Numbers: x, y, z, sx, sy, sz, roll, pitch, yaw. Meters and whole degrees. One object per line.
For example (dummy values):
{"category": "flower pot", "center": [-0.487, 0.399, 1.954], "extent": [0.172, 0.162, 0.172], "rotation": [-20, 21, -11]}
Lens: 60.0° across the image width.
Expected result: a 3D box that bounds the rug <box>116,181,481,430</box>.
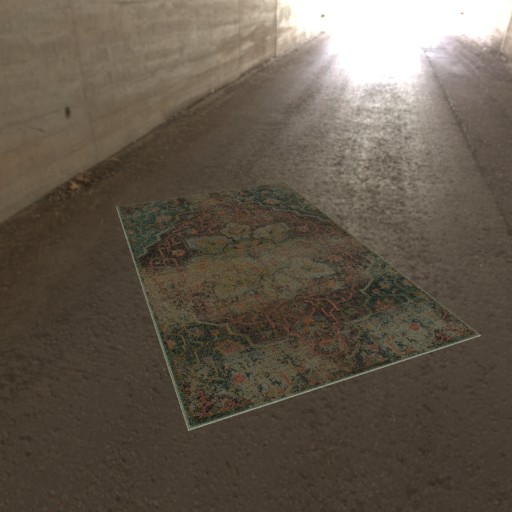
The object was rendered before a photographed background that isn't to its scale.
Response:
{"category": "rug", "center": [0.000, 0.000, 2.941], "extent": [1.566, 0.004, 2.363], "rotation": [-11, 32, -18]}
